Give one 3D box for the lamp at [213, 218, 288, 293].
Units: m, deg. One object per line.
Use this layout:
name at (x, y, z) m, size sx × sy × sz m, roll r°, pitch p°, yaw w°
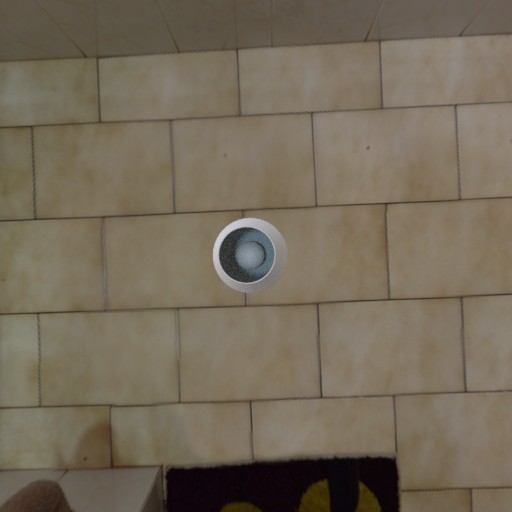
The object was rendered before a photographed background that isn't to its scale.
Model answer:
lamp at (0.000, 0.000, 1.971) m, size 0.229 × 1.813 × 0.232 m, roll 0°, pitch 90°, yaw 1°
